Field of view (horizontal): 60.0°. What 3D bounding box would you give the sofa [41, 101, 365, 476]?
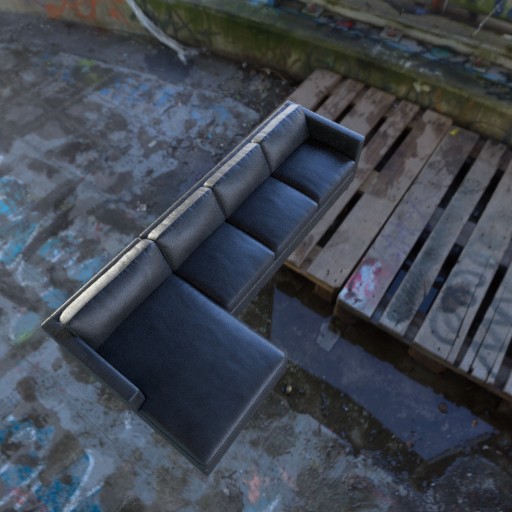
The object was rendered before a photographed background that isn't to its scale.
[{"bbox_3d":[0.000,0.000,3.938,1.581,0.883,3.203,32,63,19],"label":"sofa"}]
